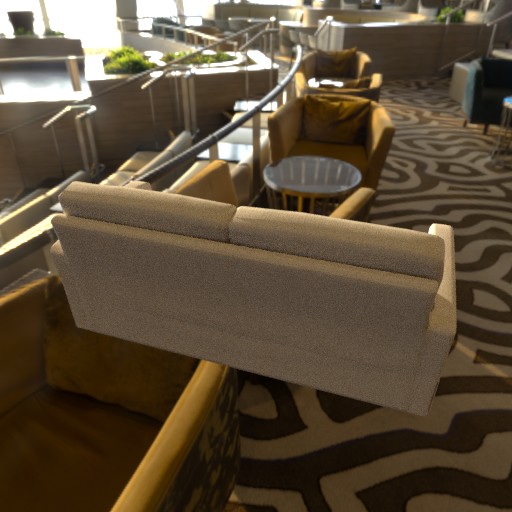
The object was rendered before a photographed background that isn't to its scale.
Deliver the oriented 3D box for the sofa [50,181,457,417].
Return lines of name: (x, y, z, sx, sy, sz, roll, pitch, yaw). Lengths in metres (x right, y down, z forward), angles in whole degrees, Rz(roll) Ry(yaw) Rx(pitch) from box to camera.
sofa: (0.000, 0.000, 2.213, 1.808, 0.831, 0.894, 10, 33, 16)
